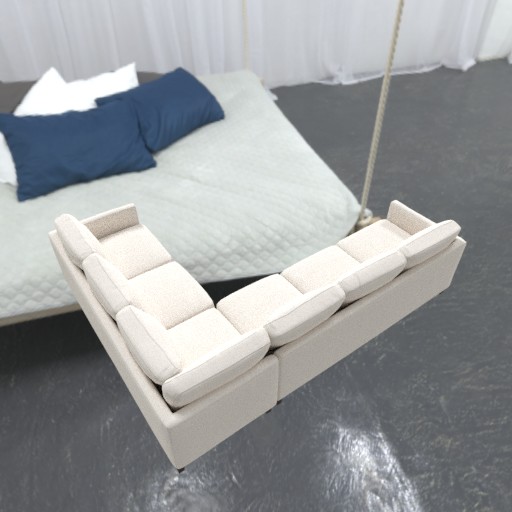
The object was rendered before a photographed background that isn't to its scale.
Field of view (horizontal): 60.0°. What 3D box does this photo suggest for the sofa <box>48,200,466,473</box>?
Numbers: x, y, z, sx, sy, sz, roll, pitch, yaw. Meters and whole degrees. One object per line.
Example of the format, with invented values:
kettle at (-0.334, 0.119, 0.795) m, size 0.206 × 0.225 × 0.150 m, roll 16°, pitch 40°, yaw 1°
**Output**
sofa at (0.000, 0.000, 4.499) m, size 3.302 × 0.947 × 2.593 m, roll -26°, pitch 47°, yaw -26°
